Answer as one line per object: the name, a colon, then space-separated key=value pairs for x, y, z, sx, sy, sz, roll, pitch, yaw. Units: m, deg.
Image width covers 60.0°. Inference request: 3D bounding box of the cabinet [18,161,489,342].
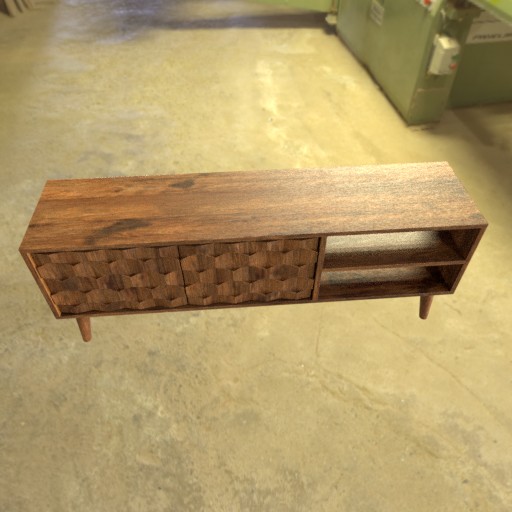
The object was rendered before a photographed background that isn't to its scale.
cabinet: x=0.000 y=0.000 z=1.671 sx=1.448 sy=0.528 sz=0.349 roll=-3 pitch=46 yaw=-3
